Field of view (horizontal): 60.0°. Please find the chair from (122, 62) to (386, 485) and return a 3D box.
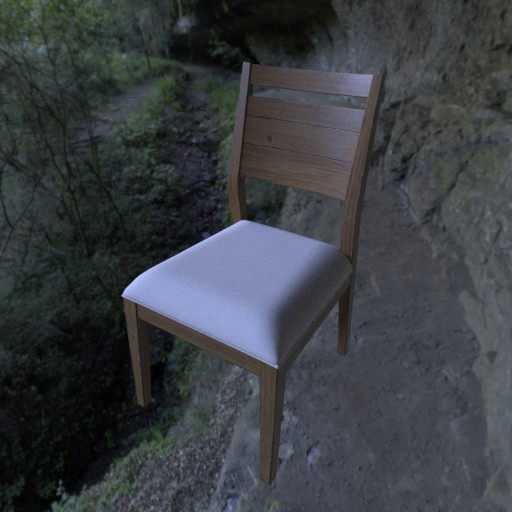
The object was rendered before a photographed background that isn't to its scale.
[{"bbox_3d":[0.000,0.000,1.261,0.497,0.939,0.610,18,35,28],"label":"chair"}]
